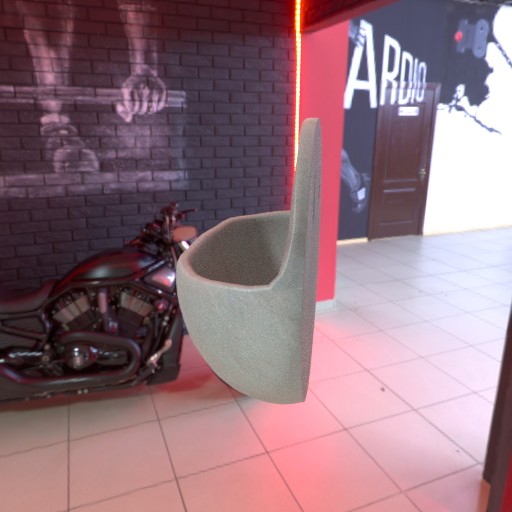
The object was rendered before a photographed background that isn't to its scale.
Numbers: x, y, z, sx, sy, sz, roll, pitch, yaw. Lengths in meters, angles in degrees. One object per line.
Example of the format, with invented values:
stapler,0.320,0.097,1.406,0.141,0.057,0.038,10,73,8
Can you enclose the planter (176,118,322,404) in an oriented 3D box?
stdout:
planter,0.000,0.000,0.276,0.073,0.164,0.190,3,16,10
